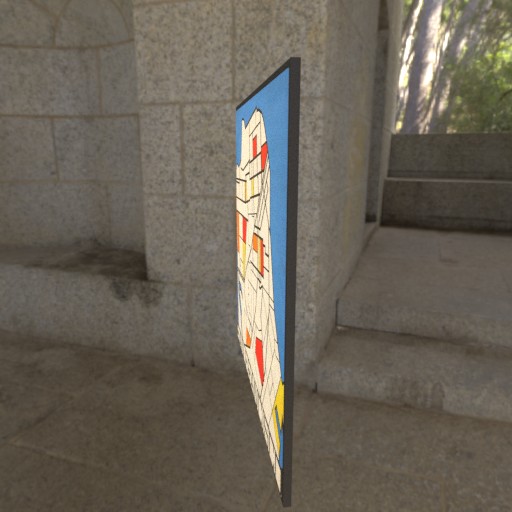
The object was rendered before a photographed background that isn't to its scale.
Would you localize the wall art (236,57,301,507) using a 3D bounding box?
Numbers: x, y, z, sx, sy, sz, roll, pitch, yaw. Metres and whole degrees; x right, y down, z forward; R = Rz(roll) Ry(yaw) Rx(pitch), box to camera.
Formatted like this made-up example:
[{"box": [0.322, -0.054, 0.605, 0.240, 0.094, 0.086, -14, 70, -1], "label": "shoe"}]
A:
[{"box": [0.000, 0.000, 0.945, 0.015, 0.663, 0.664, -2, 13, -8], "label": "wall art"}]
